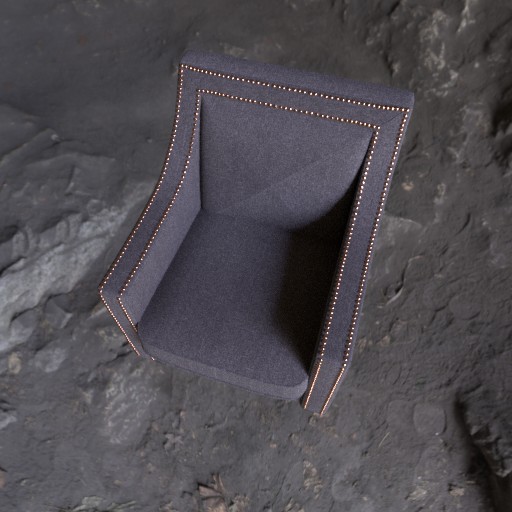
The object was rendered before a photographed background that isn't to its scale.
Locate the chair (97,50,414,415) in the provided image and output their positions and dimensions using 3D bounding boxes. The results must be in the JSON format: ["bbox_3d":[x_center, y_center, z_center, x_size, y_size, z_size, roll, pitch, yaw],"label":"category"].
[{"bbox_3d":[0.000,0.000,1.598,0.776,0.967,0.884,15,58,10],"label":"chair"}]
